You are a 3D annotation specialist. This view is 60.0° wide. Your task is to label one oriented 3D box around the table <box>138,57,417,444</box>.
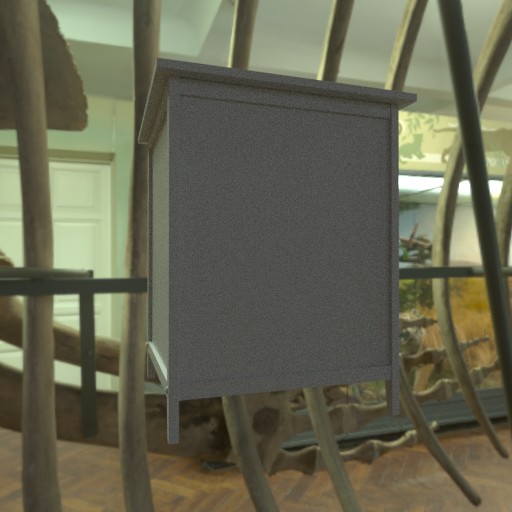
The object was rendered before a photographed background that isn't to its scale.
[{"bbox_3d":[0.000,0.000,0.780,0.381,0.483,0.381,0,0,-18],"label":"table"}]
